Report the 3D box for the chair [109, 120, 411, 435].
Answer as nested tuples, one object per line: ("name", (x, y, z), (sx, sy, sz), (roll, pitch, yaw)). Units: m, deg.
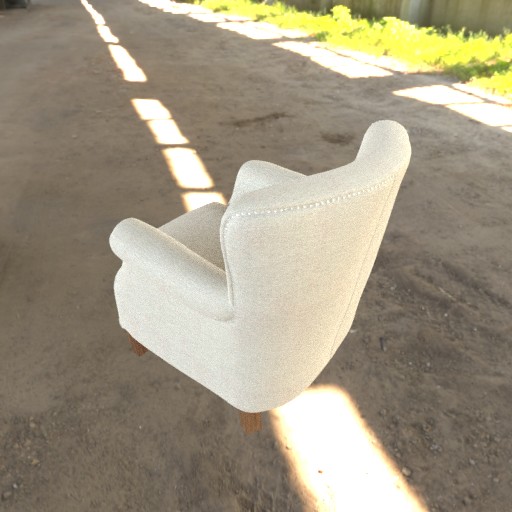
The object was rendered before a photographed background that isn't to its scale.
("chair", (0.000, 0.000, 1.629), (0.921, 0.936, 0.861), (22, 39, 30))
